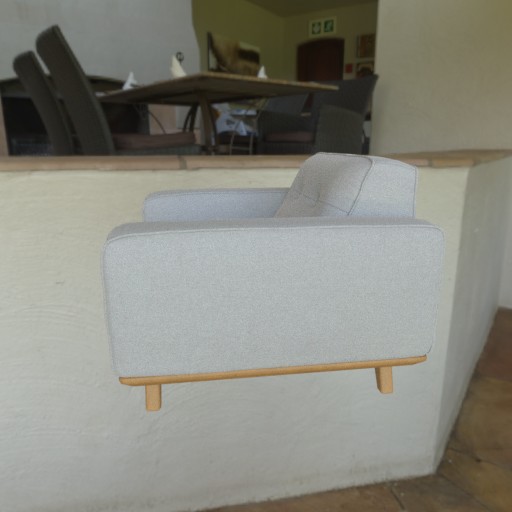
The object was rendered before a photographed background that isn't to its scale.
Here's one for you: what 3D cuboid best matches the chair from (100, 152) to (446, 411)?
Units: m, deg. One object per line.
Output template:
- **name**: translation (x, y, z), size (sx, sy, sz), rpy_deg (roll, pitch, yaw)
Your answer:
- **chair**: translation (0.000, 0.000, 1.730), size (0.953, 0.779, 1.115), rpy_deg (-2, 14, -7)
